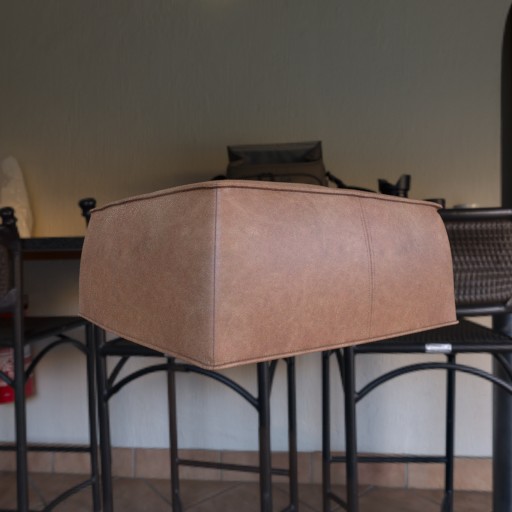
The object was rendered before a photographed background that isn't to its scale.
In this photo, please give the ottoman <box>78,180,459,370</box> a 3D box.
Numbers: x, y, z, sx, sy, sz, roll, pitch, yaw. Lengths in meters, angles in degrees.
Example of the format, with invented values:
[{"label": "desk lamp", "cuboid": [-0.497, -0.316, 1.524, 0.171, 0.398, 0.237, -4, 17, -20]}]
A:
[{"label": "ottoman", "cuboid": [0.000, 0.000, 1.387, 0.901, 0.395, 0.902, -1, 1, -37]}]
